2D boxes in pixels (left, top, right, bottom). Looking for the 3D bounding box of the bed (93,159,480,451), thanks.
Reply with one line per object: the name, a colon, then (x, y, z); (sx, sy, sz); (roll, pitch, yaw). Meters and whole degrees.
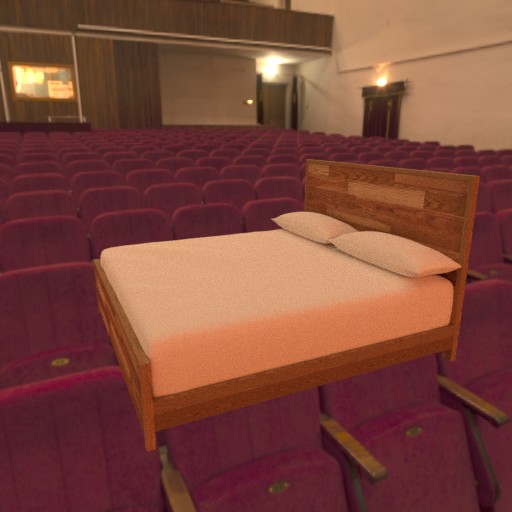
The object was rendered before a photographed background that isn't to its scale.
bed: (0.000, 0.000, 3.402); (2.184, 1.295, 2.013); (-7, 17, -24)
